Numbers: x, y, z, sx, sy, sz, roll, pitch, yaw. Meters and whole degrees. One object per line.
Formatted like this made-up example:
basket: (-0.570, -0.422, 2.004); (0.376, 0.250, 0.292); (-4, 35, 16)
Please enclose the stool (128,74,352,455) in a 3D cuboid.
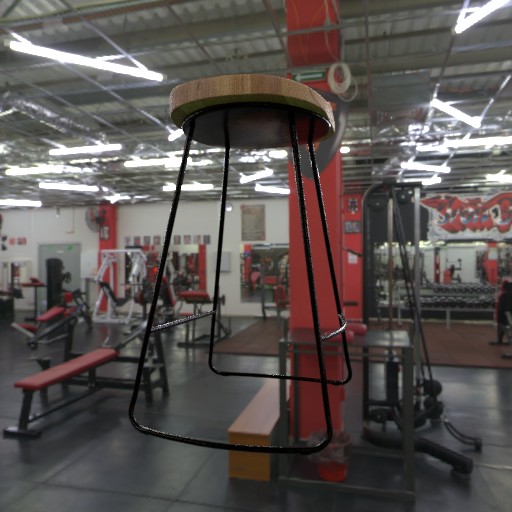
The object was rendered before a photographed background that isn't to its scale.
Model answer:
stool: (0.000, 0.000, 1.004); (0.401, 0.679, 0.480); (0, 0, 17)
